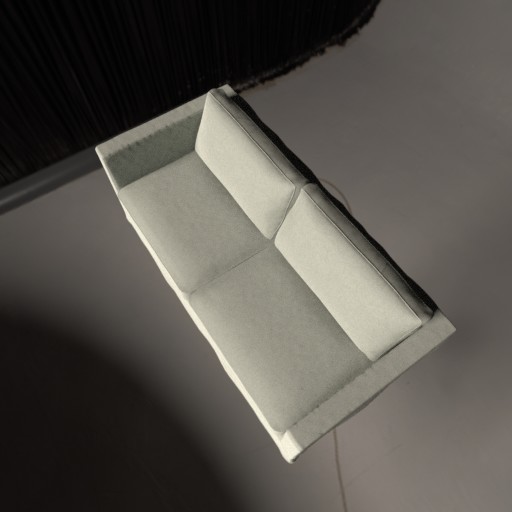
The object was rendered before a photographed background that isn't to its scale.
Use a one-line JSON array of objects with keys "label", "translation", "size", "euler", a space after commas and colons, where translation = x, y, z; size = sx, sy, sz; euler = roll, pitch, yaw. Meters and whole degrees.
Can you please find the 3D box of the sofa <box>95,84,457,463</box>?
[{"label": "sofa", "translation": [0.000, 0.000, 2.551], "size": [0.940, 0.870, 1.987], "euler": [-31, 67, -15]}]
